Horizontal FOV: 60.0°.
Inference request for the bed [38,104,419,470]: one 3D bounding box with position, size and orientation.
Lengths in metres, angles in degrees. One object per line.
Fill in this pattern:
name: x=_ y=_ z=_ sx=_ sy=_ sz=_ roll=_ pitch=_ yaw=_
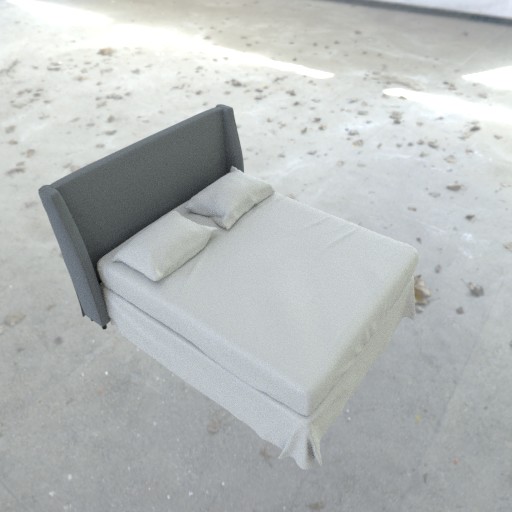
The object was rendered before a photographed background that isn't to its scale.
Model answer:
bed: x=0.000 y=0.000 z=3.439 sx=2.276 sy=1.332 sz=1.925 roll=26 pitch=47 yaw=28
